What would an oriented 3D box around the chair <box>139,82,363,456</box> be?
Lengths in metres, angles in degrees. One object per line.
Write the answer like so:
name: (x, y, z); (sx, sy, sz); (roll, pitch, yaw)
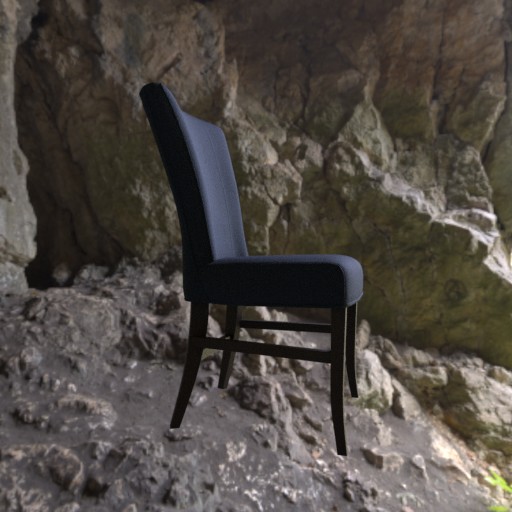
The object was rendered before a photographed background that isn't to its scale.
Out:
chair: (0.000, 0.000, 1.418); (0.660, 0.991, 0.520); (0, 0, 16)
